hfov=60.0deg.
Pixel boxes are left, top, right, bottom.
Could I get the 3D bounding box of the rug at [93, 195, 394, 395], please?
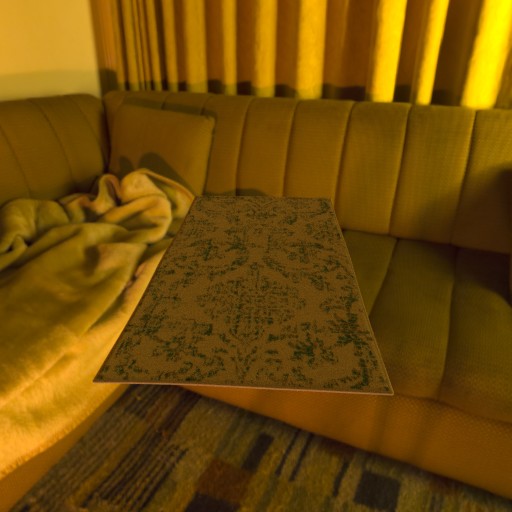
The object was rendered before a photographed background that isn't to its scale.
[{"bbox_3d":[0.000,0.000,1.428,0.605,0.007,1.220,1,26,3],"label":"rug"}]
